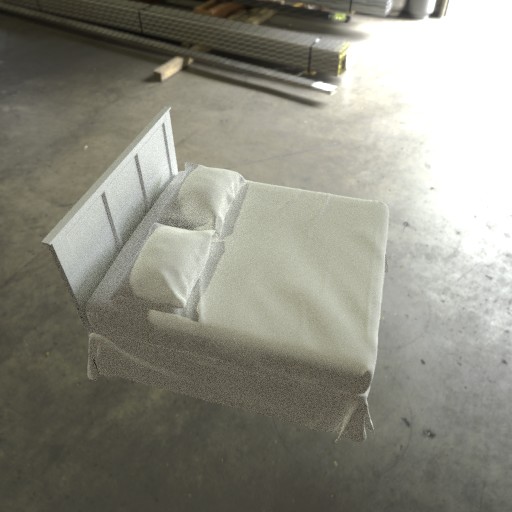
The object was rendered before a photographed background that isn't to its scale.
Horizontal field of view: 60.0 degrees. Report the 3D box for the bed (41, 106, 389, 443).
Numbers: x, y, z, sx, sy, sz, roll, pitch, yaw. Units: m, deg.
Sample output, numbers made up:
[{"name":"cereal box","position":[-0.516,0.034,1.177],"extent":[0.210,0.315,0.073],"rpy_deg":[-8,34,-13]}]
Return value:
[{"name":"bed","position":[0.000,0.000,3.220],"extent":[2.047,1.269,1.876],"rpy_deg":[11,46,11]}]
